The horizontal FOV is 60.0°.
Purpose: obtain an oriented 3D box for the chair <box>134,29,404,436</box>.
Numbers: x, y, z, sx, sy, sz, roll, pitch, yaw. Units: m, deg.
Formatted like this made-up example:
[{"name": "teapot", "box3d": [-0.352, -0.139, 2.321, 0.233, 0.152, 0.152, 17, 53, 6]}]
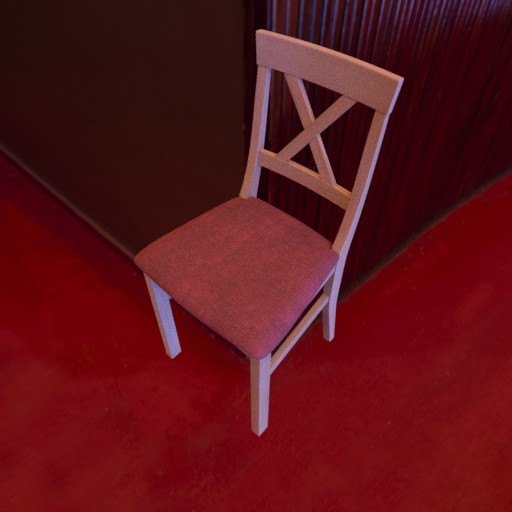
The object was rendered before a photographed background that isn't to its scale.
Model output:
[{"name": "chair", "box3d": [0.000, 0.000, 1.160, 0.439, 0.912, 0.492, 33, 55, 27]}]
